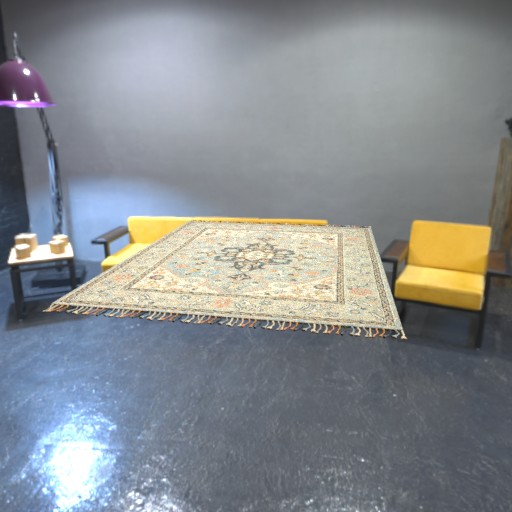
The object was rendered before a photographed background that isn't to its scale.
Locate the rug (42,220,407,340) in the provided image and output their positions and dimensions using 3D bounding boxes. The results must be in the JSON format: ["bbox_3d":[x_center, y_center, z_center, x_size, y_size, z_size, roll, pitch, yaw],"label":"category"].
[{"bbox_3d":[0.000,0.000,2.309,1.278,0.009,1.730,3,16,10],"label":"rug"}]
